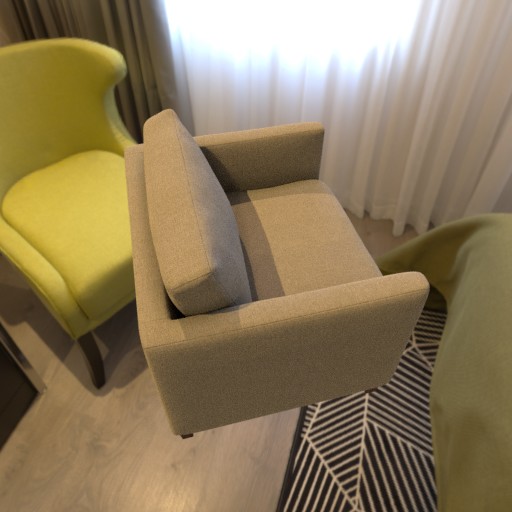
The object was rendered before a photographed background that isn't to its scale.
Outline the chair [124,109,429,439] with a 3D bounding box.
[{"bbox_3d":[0.000,0.000,1.882,0.959,0.963,1.107,-10,48,-10],"label":"chair"}]
